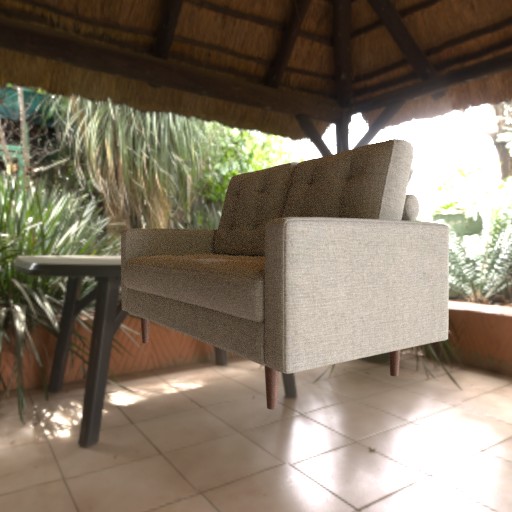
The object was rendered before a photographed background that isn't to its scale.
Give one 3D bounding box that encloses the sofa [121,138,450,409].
[{"bbox_3d":[0.000,0.000,1.987,0.842,0.907,1.407,-1,2,-35],"label":"sofa"}]
